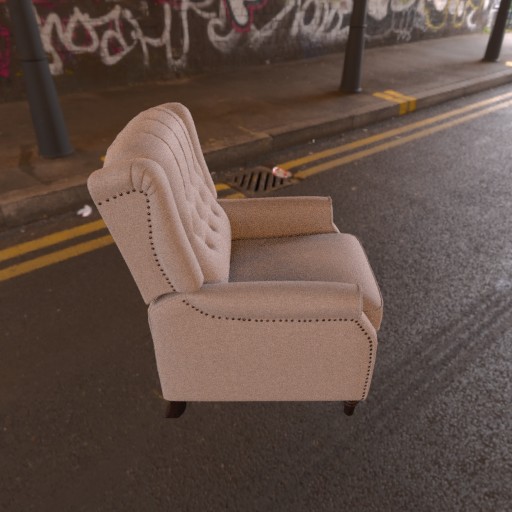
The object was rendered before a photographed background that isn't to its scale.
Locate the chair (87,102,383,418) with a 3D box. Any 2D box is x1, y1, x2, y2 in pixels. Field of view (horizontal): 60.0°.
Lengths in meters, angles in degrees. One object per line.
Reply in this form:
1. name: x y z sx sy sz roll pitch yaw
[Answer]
1. chair: 0.000 0.000 1.670 0.902 1.035 0.742 0 33 0
